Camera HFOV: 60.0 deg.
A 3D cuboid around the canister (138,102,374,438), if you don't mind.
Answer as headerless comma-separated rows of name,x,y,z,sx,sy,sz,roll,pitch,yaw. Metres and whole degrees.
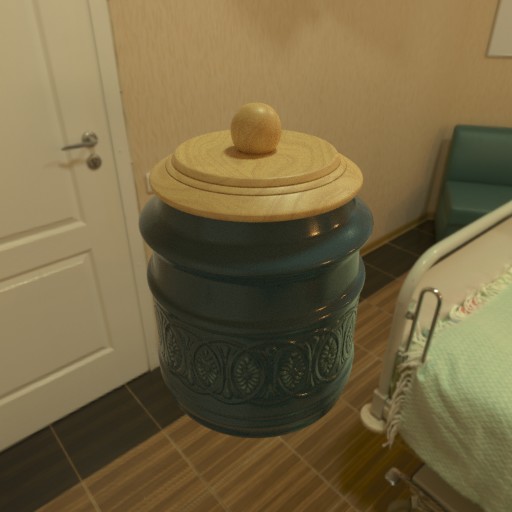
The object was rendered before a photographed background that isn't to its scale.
canister,0.000,0.000,0.265,0.130,0.176,0.130,0,31,0
